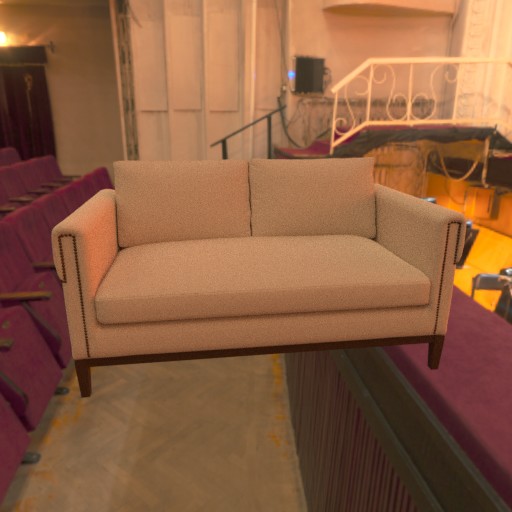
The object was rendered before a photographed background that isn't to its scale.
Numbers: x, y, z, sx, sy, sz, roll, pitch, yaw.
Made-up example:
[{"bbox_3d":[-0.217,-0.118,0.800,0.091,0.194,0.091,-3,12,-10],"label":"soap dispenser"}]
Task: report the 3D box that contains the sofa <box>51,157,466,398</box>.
[{"bbox_3d":[0.000,0.000,2.121,1.598,0.873,0.905,-2,17,-8],"label":"sofa"}]
